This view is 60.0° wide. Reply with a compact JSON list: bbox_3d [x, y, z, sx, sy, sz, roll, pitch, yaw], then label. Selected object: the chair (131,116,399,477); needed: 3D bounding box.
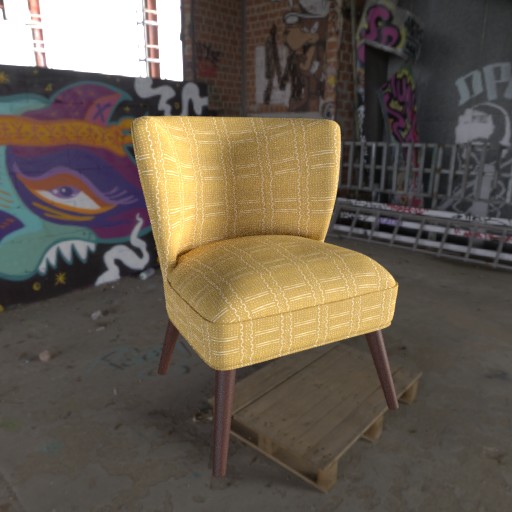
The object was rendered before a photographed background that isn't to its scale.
[{"bbox_3d":[0.000,0.000,1.417,0.706,0.866,0.758,-8,18,-27],"label":"chair"}]
